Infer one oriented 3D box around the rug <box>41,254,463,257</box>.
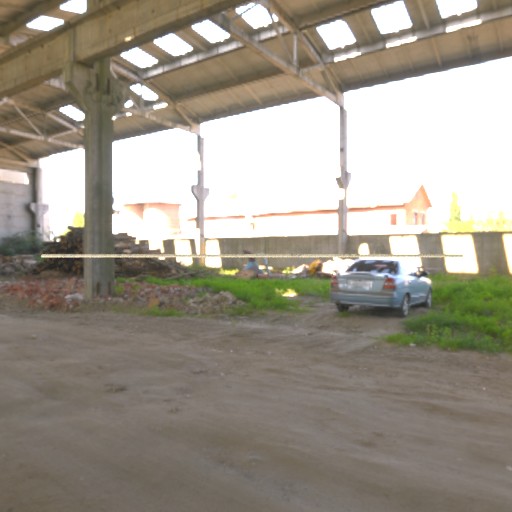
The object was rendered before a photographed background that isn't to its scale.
[{"bbox_3d":[0.000,0.000,4.053,2.420,0.019,3.038,0,0,1],"label":"rug"}]
